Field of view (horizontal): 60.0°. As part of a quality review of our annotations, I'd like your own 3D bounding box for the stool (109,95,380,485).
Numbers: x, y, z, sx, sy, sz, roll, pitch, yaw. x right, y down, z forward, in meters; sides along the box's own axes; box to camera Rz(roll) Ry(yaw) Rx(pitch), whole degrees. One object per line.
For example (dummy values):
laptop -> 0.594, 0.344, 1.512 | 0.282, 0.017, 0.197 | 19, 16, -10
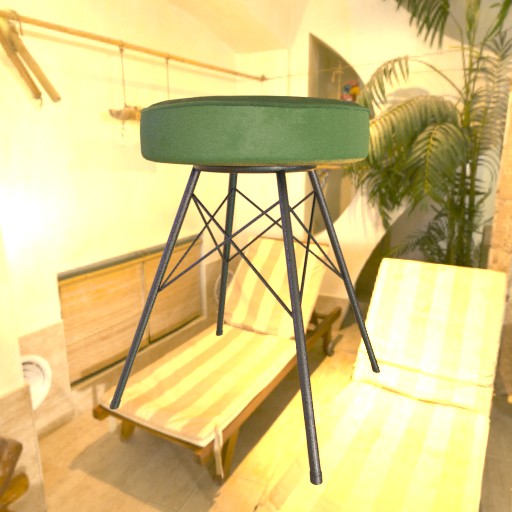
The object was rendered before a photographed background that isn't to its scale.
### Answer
stool -> 0.000, 0.000, 0.907 | 0.457, 0.595, 0.430 | 7, 16, 27
